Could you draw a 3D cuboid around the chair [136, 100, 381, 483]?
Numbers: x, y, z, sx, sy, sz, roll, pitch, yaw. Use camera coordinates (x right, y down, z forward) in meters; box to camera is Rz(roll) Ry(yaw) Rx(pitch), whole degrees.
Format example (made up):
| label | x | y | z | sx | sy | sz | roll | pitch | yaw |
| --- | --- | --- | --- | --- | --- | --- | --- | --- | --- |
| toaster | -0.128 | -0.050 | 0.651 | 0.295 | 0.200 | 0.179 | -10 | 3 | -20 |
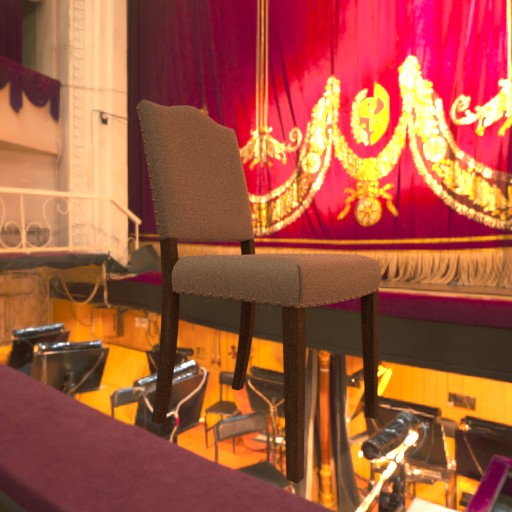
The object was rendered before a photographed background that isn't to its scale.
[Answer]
| label | x | y | z | sx | sy | sz | roll | pitch | yaw |
| --- | --- | --- | --- | --- | --- | --- | --- | --- | --- |
| chair | 0.000 | 0.000 | 1.373 | 0.620 | 1.020 | 0.508 | 1 | 2 | 36 |
